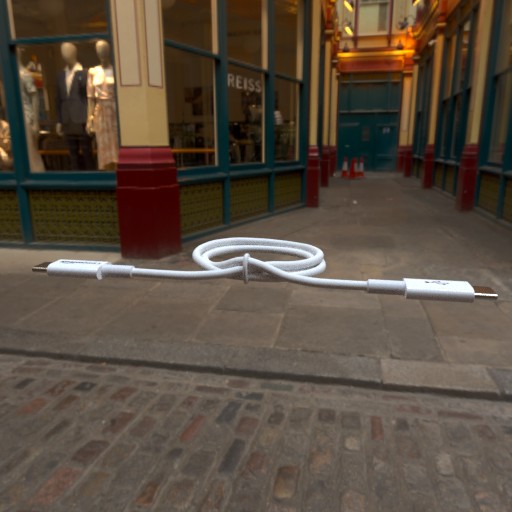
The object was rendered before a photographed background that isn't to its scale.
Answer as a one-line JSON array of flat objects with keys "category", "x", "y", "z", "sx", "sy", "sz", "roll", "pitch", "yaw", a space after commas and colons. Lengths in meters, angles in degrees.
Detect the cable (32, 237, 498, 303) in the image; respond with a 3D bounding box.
[{"category": "cable", "x": 0.000, "y": 0.000, "z": 0.221, "sx": 0.203, "sy": 0.014, "sz": 0.070, "roll": 3, "pitch": 15, "yaw": 10}]
